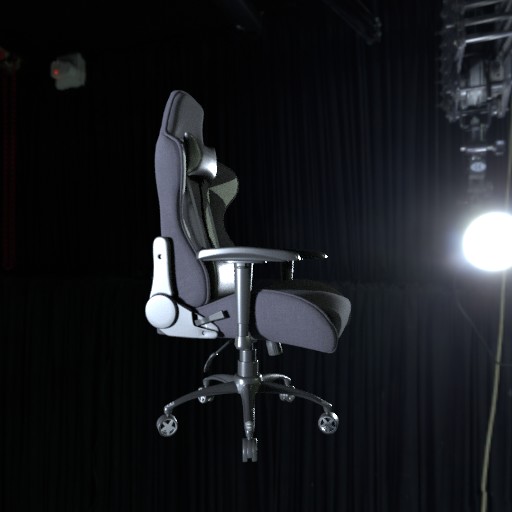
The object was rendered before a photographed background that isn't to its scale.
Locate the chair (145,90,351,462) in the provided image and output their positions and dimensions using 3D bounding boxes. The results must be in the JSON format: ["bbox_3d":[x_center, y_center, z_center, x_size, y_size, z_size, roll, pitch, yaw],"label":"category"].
[{"bbox_3d":[0.000,0.000,1.711,0.695,1.300,0.730,0,0,16],"label":"chair"}]
